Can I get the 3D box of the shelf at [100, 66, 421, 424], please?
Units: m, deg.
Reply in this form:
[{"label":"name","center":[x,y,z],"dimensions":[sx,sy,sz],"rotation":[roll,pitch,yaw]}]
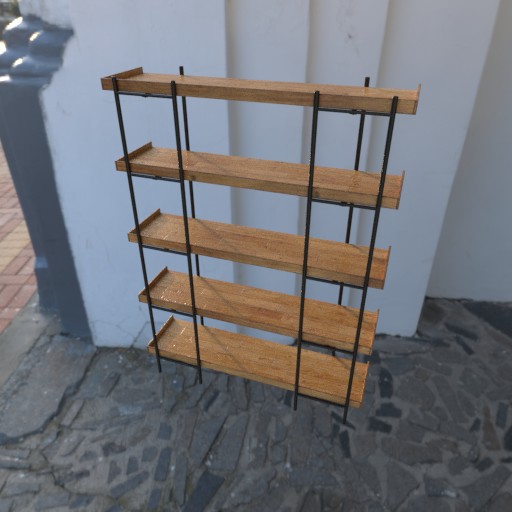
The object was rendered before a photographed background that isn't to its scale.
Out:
[{"label":"shelf","center":[0.000,0.000,2.415],"dimensions":[1.371,1.826,0.379],"rotation":[10,33,16]}]
